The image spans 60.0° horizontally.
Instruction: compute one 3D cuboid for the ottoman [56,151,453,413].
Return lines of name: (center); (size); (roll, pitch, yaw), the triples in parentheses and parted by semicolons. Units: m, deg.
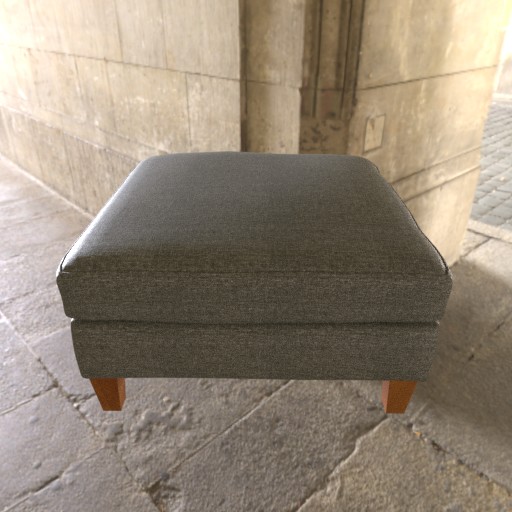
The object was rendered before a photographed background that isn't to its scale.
ottoman: (0.000, 0.000, 1.342); (0.838, 0.481, 0.838); (0, 29, 1)
